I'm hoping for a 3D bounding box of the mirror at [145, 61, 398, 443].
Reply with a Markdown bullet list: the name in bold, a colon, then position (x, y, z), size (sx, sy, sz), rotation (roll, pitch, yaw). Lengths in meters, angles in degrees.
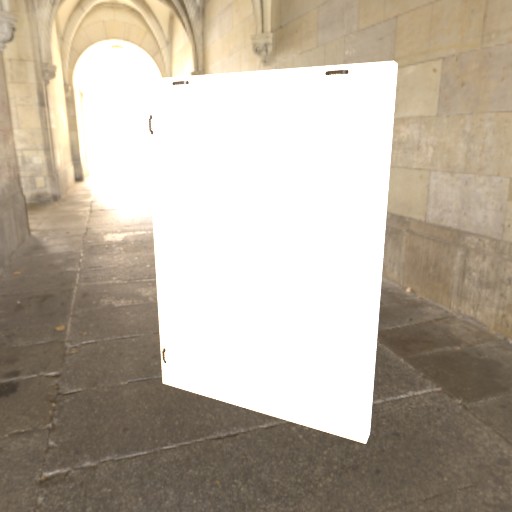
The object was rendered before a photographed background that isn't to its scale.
- **mirror**: position (0.000, 0.000, 0.919), size (0.507, 0.710, 0.040), rotation (7, 16, 26)
